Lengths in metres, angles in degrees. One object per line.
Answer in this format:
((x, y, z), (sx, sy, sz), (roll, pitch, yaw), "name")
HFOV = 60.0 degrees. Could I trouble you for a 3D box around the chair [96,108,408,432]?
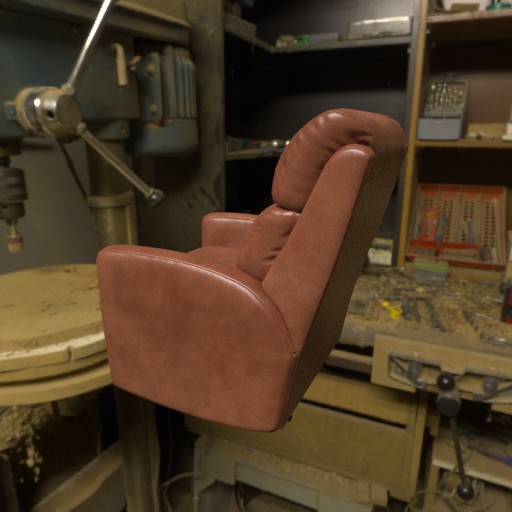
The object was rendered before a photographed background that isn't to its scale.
((0.000, 0.000, 1.656), (0.939, 1.016, 0.787), (7, 18, 24), "chair")
